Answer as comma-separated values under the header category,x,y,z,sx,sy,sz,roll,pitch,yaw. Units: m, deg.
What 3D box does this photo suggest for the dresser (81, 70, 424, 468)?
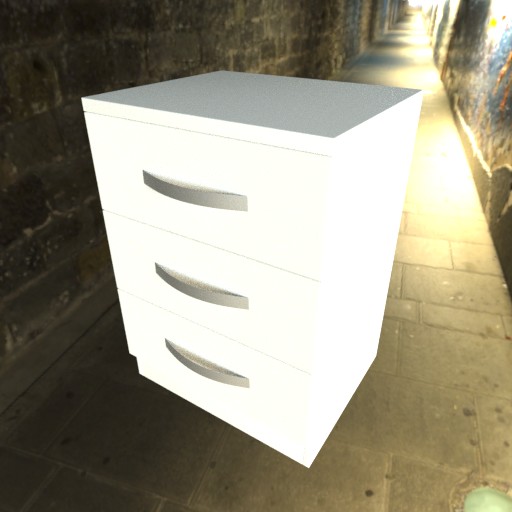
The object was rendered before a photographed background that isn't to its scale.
category,x,y,z,sx,sy,sz,roll,pitch,yaw
dresser,0.000,0.000,0.805,0.400,0.560,0.360,18,35,28
